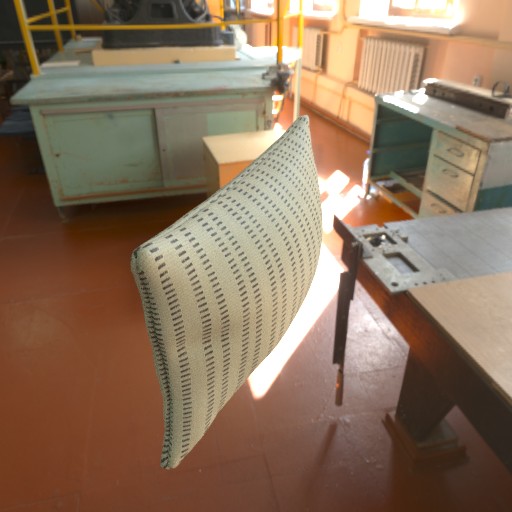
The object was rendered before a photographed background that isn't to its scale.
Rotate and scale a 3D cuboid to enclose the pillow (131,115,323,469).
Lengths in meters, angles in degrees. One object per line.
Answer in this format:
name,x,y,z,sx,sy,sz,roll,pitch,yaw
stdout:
pillow,0.000,0.000,0.780,0.210,0.353,0.640,11,32,18
